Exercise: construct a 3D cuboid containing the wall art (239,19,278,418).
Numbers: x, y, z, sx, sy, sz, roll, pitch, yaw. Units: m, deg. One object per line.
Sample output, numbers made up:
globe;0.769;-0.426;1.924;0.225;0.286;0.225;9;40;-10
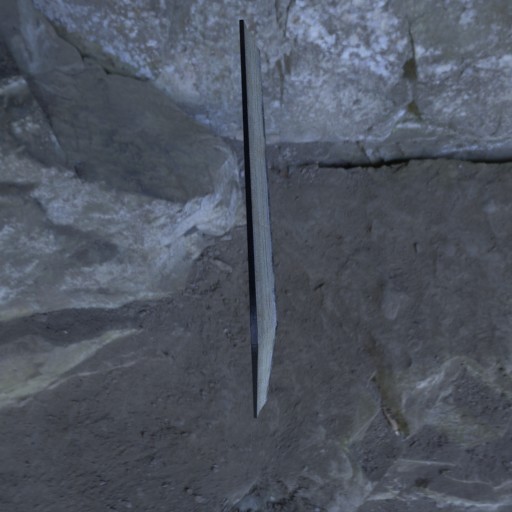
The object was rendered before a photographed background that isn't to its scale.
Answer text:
wall art;0.000;0.000;0.629;0.023;0.457;0.381;-2;63;-1
